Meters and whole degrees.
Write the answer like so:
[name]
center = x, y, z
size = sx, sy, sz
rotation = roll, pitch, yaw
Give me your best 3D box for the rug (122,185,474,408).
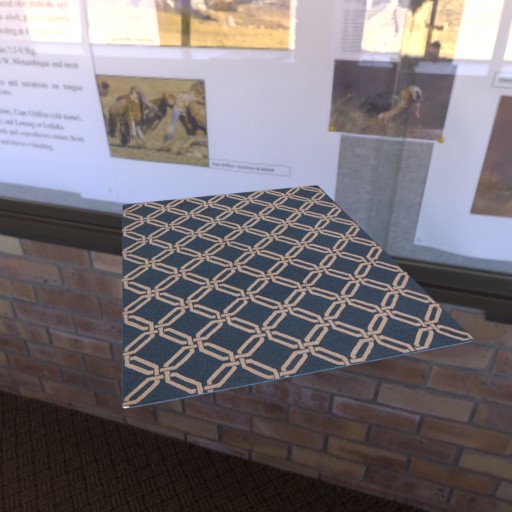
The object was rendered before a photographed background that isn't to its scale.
[rug]
center = 0.000, 0.000, 3.887
size = 2.277, 0.020, 2.867
rotation = -8, 31, -13
